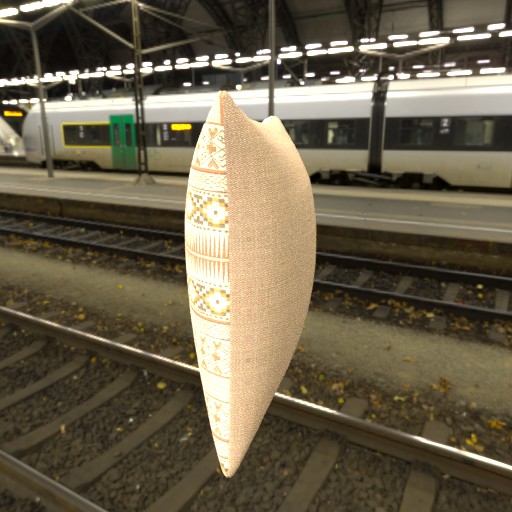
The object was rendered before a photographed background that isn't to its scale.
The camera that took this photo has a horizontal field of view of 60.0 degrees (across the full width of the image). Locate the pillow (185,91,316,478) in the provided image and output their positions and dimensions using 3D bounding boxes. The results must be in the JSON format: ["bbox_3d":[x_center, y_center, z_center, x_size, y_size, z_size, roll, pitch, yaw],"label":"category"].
[{"bbox_3d":[0.000,0.000,0.806,0.215,0.519,0.521,2,15,8],"label":"pillow"}]
